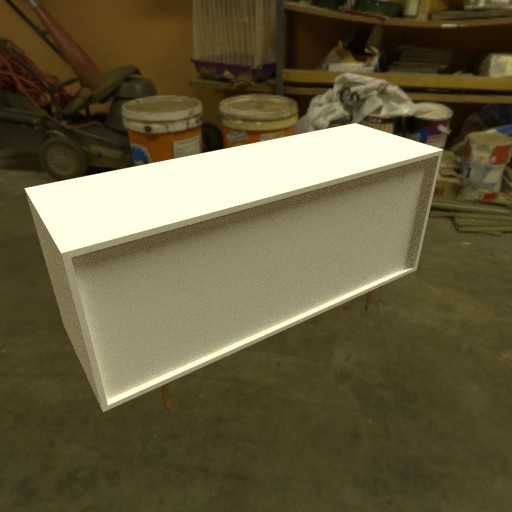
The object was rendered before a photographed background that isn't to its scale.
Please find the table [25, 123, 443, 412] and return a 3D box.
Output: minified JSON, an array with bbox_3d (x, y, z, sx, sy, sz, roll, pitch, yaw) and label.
[{"bbox_3d":[0.000,0.000,1.836,1.500,0.769,0.508,-19,36,-28],"label":"table"}]
